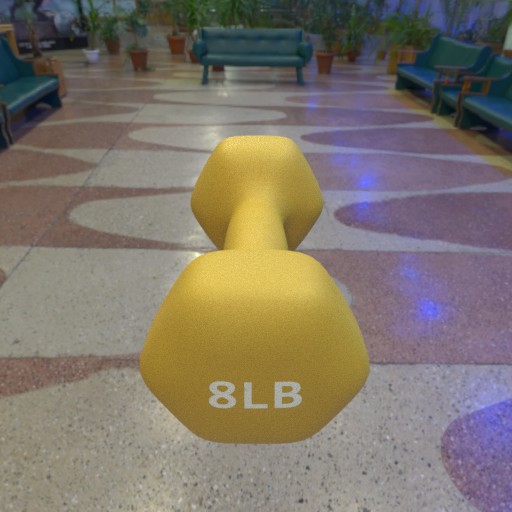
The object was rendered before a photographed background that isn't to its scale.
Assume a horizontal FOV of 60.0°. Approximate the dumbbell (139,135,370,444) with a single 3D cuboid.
[{"bbox_3d":[0.000,0.000,0.239,0.090,0.082,0.190,1,32,1],"label":"dumbbell"}]
